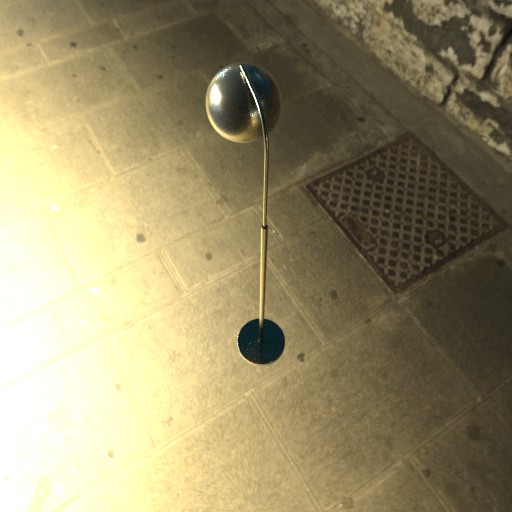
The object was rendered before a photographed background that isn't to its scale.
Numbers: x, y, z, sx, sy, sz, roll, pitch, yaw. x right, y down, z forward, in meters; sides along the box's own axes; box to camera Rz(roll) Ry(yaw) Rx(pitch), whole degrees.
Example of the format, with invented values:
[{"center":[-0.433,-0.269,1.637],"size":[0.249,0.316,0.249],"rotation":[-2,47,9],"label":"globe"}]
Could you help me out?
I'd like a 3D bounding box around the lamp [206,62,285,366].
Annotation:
[{"center":[0.000,0.000,1.707],"size":[0.250,1.526,0.431],"rotation":[-15,61,-9],"label":"lamp"}]
